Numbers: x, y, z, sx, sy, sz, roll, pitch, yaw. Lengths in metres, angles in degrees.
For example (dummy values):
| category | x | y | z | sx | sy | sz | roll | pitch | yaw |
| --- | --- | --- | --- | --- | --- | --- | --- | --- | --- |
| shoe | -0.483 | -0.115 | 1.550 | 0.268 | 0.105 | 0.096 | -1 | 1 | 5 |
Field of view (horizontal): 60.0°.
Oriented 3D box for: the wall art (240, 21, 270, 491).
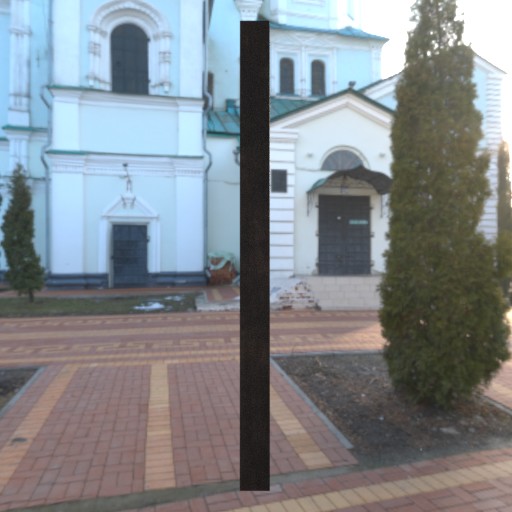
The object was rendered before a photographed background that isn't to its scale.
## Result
| category | x | y | z | sx | sy | sz | roll | pitch | yaw |
| --- | --- | --- | --- | --- | --- | --- | --- | --- | --- |
| wall art | 0.000 | 0.000 | 0.547 | 0.027 | 0.406 | 0.329 | 0 | 0 | 0 |
